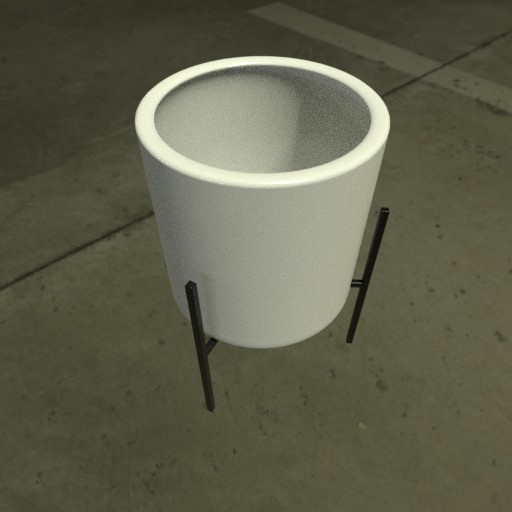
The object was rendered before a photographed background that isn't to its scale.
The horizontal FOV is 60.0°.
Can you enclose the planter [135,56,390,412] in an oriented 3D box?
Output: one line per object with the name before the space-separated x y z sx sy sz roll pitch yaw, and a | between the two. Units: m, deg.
planter | 0.000 0.000 0.506 0.239 0.356 0.239 23 51 21
